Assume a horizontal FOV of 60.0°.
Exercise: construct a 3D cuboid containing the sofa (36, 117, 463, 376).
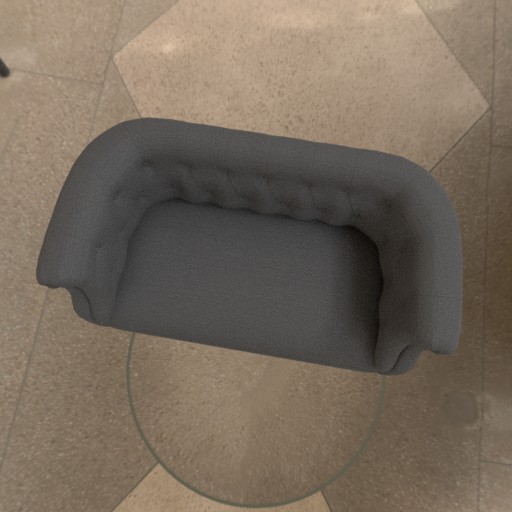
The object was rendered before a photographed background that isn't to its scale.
[{"bbox_3d":[0.000,0.000,1.987,1.558,0.827,0.835,9,76,2],"label":"sofa"}]
